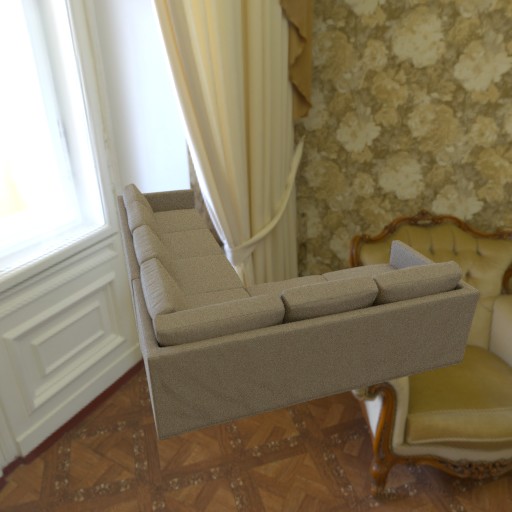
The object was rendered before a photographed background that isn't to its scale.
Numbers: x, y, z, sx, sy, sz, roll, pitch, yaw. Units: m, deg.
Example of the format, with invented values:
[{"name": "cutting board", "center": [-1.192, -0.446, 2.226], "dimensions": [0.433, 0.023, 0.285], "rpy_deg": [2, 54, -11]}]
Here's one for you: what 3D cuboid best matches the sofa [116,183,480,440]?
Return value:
[{"name": "sofa", "center": [0.000, 0.000, 4.361], "dimensions": [2.432, 0.871, 3.182], "rpy_deg": [-8, 27, -17]}]
